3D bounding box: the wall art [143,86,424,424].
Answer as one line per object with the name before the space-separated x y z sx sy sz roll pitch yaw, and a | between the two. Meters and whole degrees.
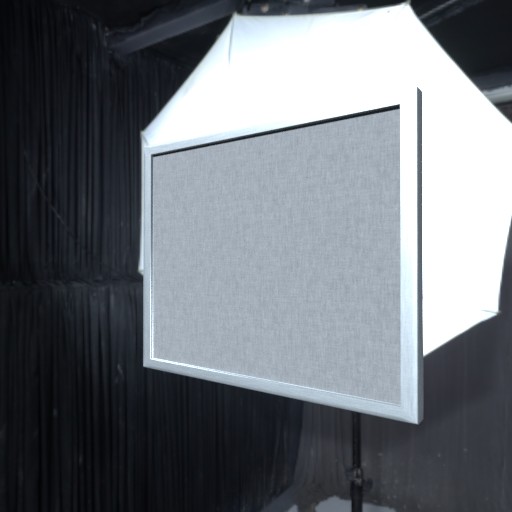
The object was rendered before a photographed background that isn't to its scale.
wall art | 0.000 0.000 0.769 0.556 0.457 0.028 0 -1 35
